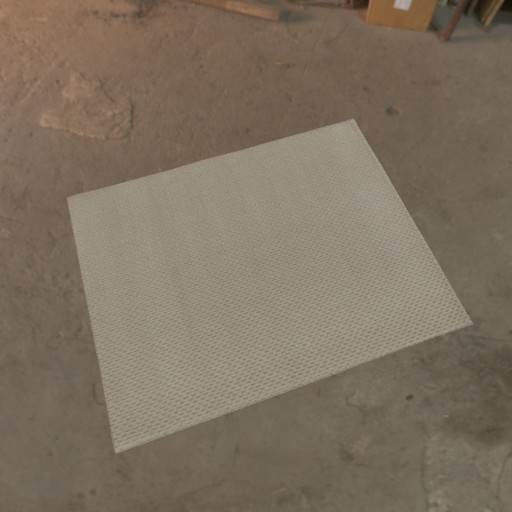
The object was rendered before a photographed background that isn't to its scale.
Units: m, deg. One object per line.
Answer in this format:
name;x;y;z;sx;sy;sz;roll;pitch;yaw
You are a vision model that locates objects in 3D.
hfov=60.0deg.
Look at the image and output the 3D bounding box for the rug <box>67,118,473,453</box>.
rug;0.000;0.000;3.805;2.897;0.035;2.277;-17;65;-8
